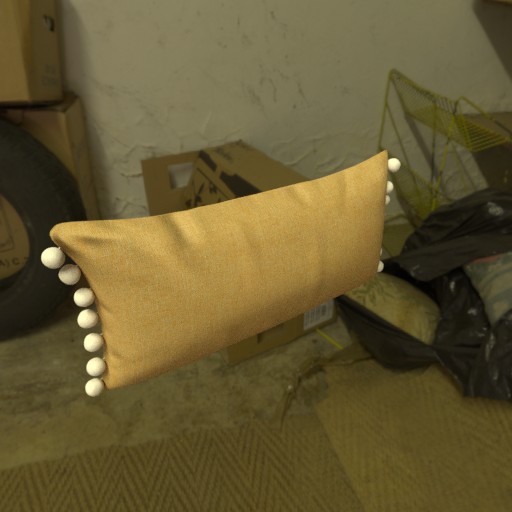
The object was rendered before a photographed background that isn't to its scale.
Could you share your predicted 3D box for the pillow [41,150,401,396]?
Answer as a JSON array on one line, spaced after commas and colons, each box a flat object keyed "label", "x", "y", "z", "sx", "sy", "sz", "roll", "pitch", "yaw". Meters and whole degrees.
[{"label": "pillow", "x": 0.000, "y": 0.000, "z": 0.834, "sx": 0.709, "sy": 0.322, "sz": 0.201, "roll": -19, "pitch": 36, "yaw": -28}]
